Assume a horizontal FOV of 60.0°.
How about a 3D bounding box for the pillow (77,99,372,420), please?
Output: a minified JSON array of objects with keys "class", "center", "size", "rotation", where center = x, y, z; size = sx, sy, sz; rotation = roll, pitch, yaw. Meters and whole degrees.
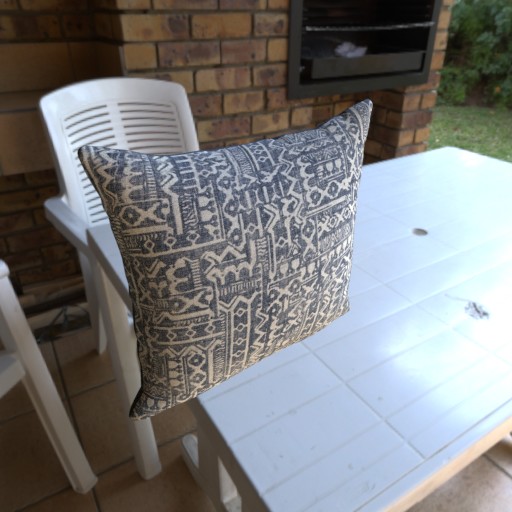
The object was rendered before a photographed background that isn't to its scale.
[{"class":"pillow","center":[0.000,0.000,0.796],"size":[0.546,0.487,0.180],"rotation":[-20,35,-31]}]
